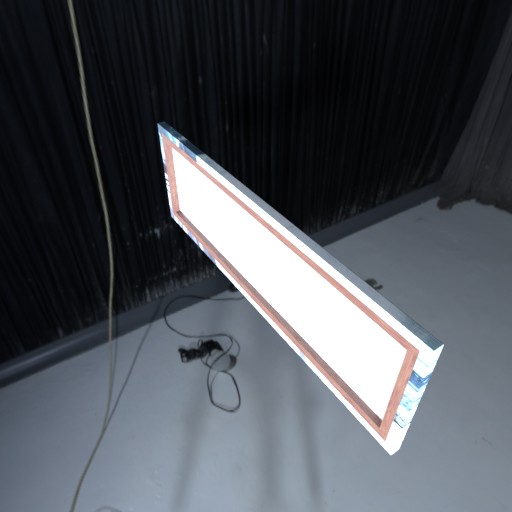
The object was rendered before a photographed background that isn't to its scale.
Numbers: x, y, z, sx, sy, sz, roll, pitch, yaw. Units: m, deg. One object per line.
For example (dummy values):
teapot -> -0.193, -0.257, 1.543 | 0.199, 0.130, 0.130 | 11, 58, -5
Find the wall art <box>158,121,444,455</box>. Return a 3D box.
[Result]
wall art -> 0.000, 0.000, 1.677 | 0.037, 0.509, 1.524 | -24, 46, -25
